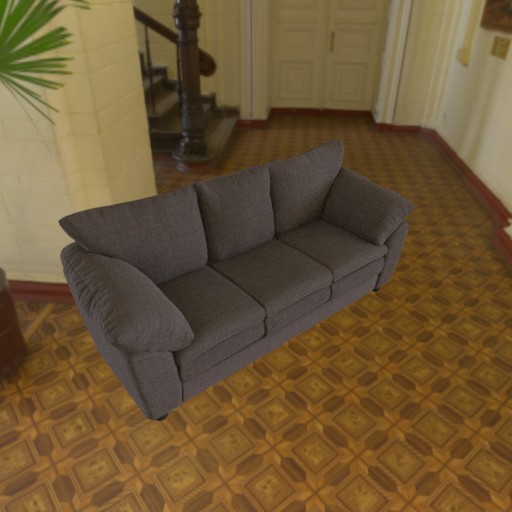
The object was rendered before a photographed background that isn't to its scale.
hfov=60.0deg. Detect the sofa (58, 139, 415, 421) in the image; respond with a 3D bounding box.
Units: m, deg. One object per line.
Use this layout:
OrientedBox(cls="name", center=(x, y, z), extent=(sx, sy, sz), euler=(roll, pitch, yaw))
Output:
OrientedBox(cls="sofa", center=(0.000, 0.000, 2.967), extent=(2.336, 1.080, 0.883), euler=(-23, 39, -33))
